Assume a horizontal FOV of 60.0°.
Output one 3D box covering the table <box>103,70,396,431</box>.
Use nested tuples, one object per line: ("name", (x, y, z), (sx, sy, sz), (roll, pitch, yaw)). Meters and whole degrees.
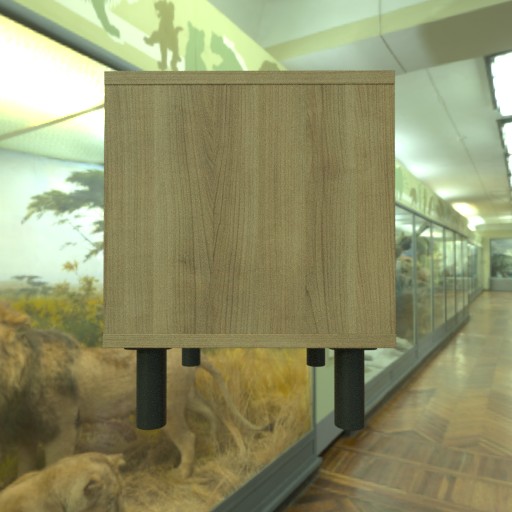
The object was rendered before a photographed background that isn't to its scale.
("table", (0.000, 0.000, 0.776), (0.380, 0.460, 0.445), (0, -1, 0))
